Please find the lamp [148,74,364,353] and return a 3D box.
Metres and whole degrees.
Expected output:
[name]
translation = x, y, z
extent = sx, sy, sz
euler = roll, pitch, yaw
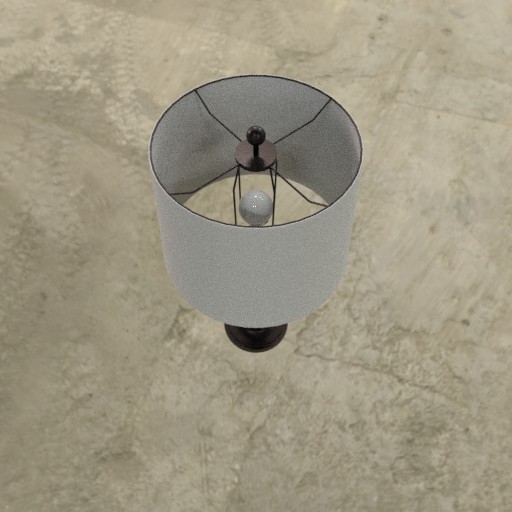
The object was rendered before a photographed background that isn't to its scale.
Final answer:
[lamp]
translation = 0.000, 0.000, 0.973
extent = 0.383, 0.726, 0.383
euler = 0, 58, 0
